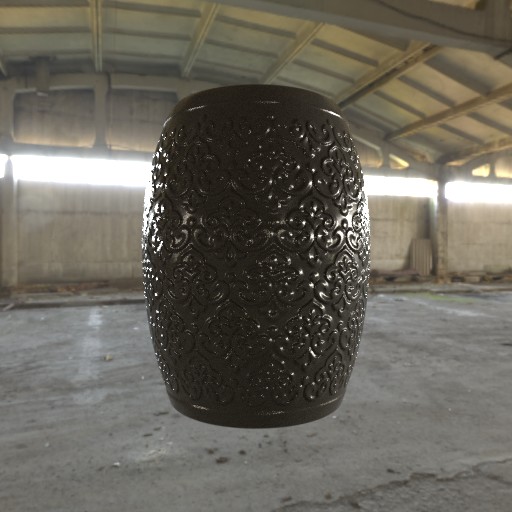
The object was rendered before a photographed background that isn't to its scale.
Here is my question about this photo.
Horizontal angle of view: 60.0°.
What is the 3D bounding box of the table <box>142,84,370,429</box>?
[{"bbox_3d":[0.000,0.000,0.619,0.309,0.397,0.309,0,0,0],"label":"table"}]
